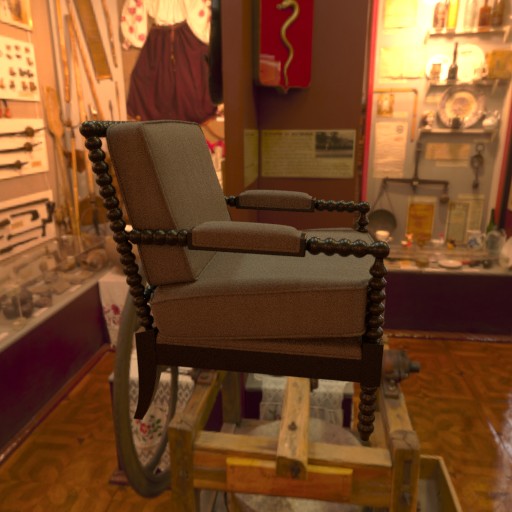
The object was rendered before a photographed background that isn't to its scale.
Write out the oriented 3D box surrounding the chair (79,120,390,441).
[{"bbox_3d":[0.000,0.000,1.126,0.622,0.661,0.540,3,17,9],"label":"chair"}]
